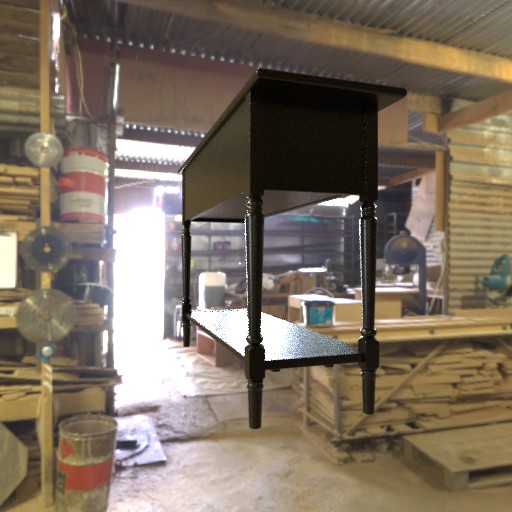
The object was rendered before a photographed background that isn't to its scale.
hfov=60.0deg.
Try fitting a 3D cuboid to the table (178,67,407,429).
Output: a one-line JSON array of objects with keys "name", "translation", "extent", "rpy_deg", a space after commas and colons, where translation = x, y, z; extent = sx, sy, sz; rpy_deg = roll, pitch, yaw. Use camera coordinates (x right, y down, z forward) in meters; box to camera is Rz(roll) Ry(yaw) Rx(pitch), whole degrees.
[{"name": "table", "translation": [0.000, 0.000, 1.583], "extent": [0.386, 0.819, 1.191], "rpy_deg": [0, 0, -18]}]
